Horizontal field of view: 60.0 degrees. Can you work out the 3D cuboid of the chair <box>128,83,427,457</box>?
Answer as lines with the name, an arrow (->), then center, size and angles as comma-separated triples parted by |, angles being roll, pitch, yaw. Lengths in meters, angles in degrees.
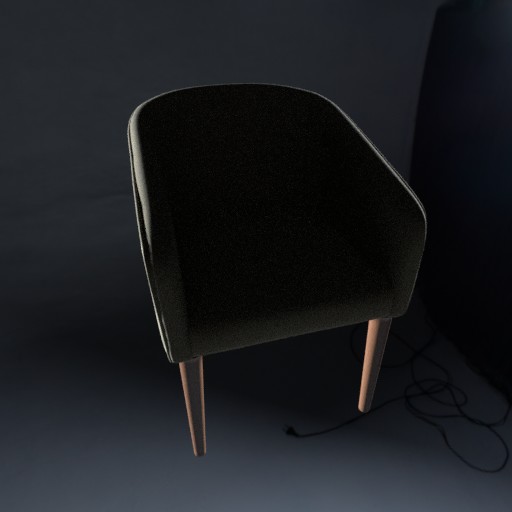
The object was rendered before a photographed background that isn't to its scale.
chair -> 0.000, 0.000, 1.182 | 0.584, 0.775, 0.616 | -9, 32, -15
